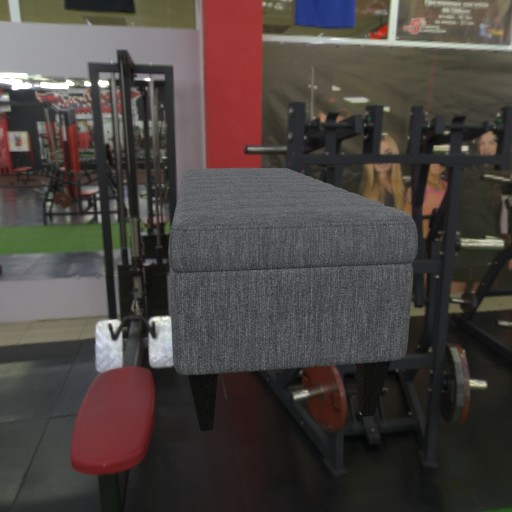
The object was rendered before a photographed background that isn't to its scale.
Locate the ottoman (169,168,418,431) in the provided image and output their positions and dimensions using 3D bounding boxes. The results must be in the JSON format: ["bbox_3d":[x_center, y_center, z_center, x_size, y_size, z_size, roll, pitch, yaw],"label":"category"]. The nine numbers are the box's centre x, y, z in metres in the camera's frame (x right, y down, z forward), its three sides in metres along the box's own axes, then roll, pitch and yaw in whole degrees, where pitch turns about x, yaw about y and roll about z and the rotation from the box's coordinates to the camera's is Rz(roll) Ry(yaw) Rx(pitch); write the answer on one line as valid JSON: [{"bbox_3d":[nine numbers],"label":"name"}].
[{"bbox_3d":[0.000,0.000,1.400,0.482,0.469,1.151,-2,16,-8],"label":"ottoman"}]
